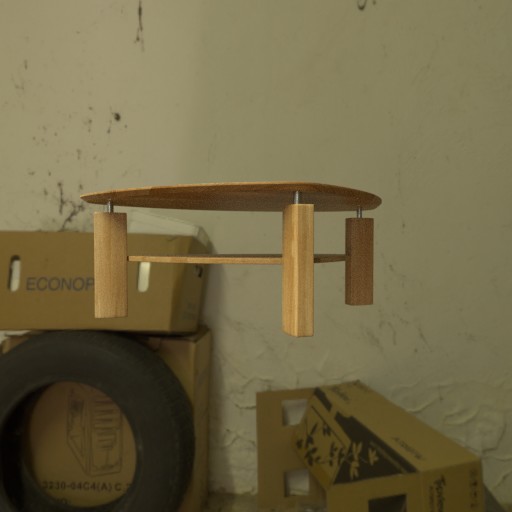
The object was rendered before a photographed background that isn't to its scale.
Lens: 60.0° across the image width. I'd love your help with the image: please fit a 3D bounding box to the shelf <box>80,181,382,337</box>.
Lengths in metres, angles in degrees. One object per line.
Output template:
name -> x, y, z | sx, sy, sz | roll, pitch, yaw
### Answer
shelf -> 0.000, 0.000, 1.658 | 1.240, 0.439, 0.863 | -1, 2, -19
